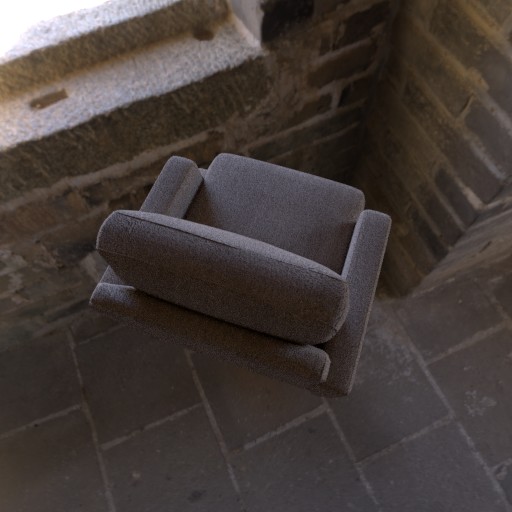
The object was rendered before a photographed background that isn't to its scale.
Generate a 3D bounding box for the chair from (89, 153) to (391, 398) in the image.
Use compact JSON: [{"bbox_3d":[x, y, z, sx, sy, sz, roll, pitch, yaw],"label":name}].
[{"bbox_3d":[0.000,0.000,1.626,0.855,0.993,0.897,17,63,9],"label":"chair"}]
